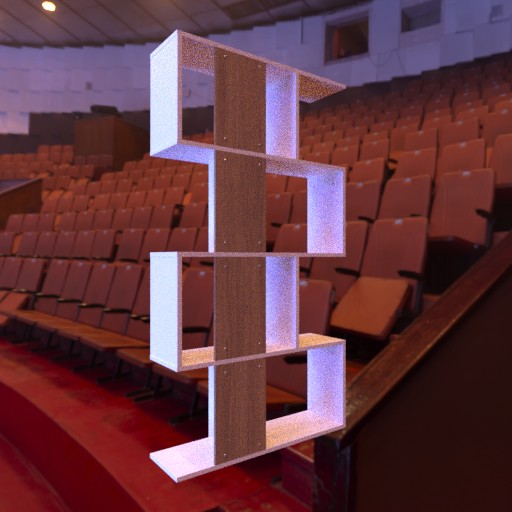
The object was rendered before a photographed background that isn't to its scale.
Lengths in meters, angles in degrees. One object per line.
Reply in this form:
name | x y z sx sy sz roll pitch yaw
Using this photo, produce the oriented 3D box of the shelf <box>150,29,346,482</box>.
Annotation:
shelf | 0.000 0.000 1.975 0.890 1.650 0.250 0 0 -36
